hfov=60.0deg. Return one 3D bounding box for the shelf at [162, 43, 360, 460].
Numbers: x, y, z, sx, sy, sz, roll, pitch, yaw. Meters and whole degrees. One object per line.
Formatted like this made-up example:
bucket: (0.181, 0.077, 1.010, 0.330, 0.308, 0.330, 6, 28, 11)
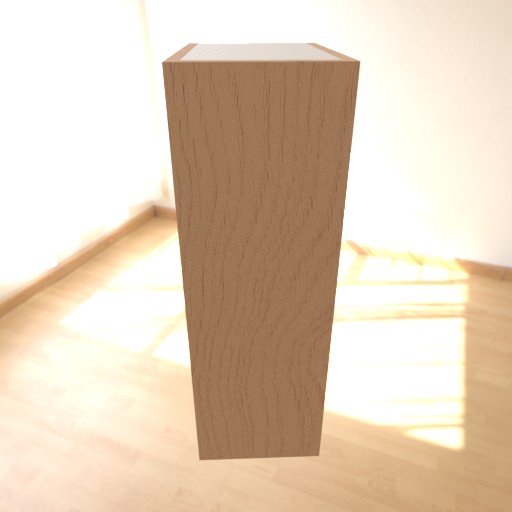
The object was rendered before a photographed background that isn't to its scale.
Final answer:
shelf: (0.000, 0.000, 0.711, 0.200, 0.600, 0.290, -1, 29, -2)
